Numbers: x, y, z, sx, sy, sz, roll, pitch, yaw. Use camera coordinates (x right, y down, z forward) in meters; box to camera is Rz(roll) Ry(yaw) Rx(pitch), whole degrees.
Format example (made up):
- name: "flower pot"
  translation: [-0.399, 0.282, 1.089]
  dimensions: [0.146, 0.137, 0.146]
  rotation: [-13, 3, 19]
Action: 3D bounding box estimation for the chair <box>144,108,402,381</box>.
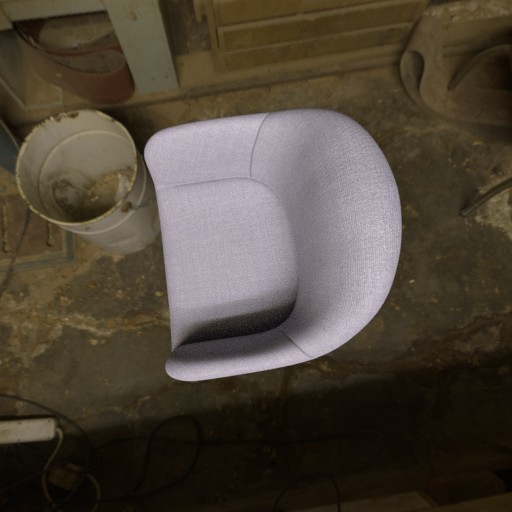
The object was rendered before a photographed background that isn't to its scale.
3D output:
- name: "chair"
  translation: [0.000, 0.000, 1.201]
  dimensions: [0.550, 0.795, 0.590]
  rotation: [-8, 77, -2]
